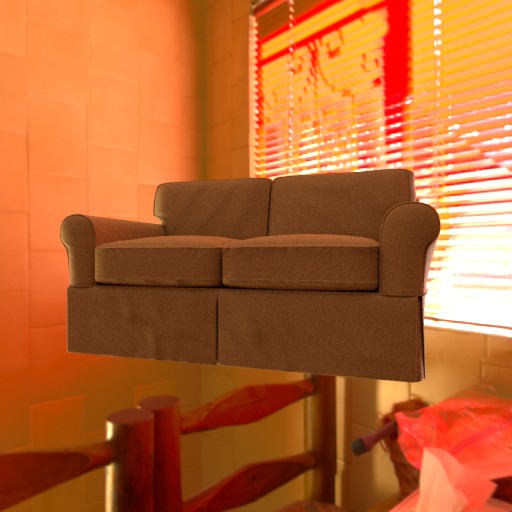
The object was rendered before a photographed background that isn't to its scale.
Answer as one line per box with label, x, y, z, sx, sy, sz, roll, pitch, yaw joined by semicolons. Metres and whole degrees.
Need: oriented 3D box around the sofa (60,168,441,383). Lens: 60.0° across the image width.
sofa;0.000;0.000;2.313;1.727;0.940;0.991;0;0;19
